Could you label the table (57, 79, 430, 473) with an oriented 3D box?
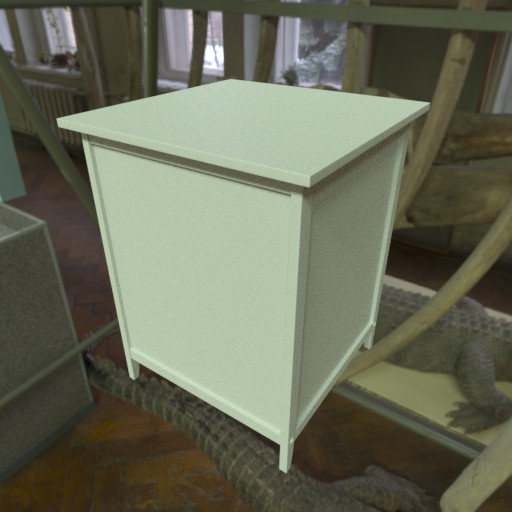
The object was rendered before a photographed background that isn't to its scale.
[{"bbox_3d":[0.000,0.000,0.752,0.381,0.483,0.381,19,36,29],"label":"table"}]
